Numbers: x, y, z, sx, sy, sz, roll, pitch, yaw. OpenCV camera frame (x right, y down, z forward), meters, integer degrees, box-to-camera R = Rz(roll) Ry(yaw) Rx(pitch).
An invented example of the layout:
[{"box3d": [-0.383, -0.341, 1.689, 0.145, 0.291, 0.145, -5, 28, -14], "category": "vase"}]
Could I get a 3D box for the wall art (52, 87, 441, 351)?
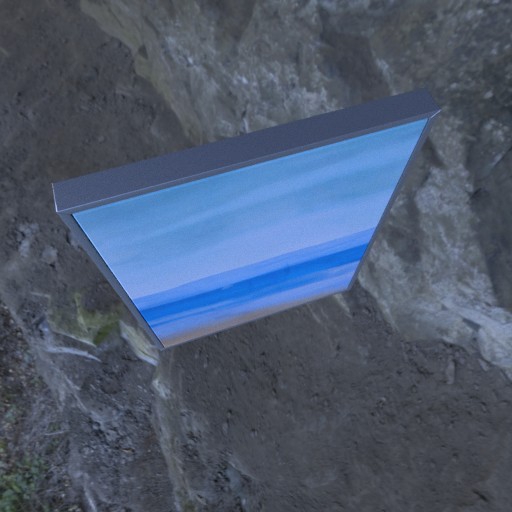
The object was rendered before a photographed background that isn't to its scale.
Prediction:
[{"box3d": [0.000, 0.000, 0.742, 0.445, 0.553, 0.039, -17, 65, -8], "category": "wall art"}]
